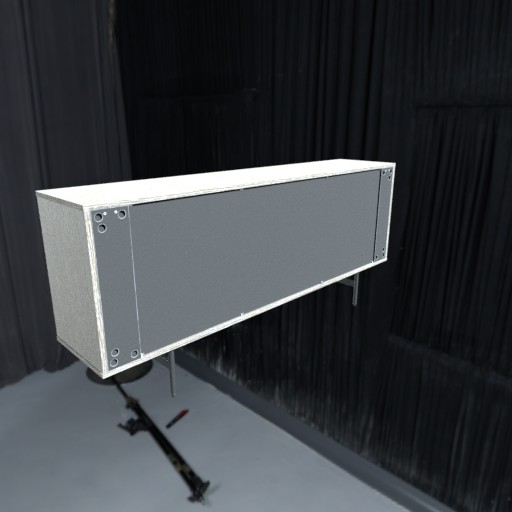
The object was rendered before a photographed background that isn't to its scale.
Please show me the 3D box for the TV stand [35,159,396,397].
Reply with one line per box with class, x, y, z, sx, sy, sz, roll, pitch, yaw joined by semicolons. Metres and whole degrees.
TV stand;0.000;0.000;2.134;1.804;0.787;0.405;-16;24;-42
